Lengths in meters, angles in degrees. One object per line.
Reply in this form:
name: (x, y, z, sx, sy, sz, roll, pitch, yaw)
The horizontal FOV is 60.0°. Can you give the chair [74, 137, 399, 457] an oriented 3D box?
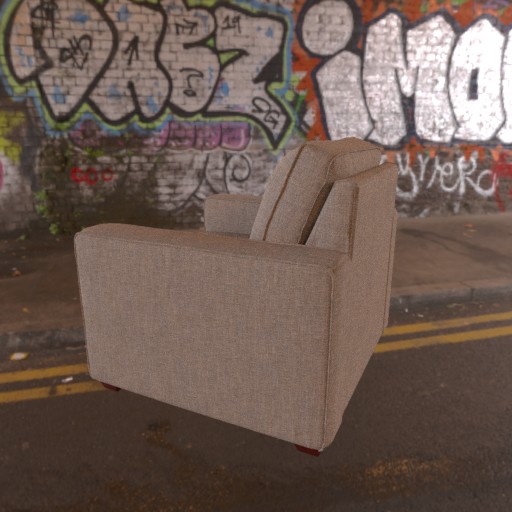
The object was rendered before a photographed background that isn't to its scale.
chair: (0.000, 0.000, 1.768, 0.940, 0.914, 1.016, 8, 18, 25)
